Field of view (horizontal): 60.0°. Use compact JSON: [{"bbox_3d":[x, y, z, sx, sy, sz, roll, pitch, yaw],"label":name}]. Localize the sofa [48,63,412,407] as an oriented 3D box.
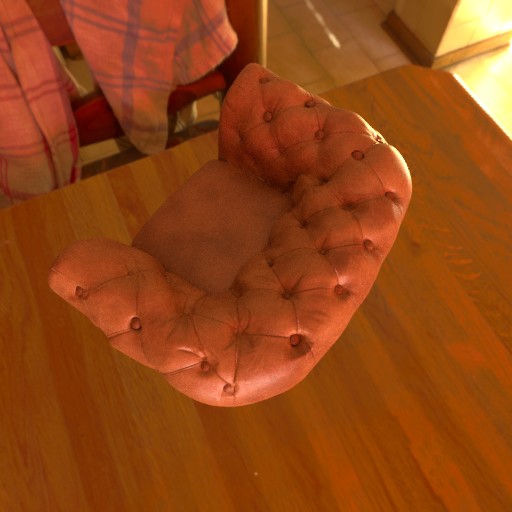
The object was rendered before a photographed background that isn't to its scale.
[{"bbox_3d":[0.000,0.000,2.055,1.033,0.878,1.405,32,68,15],"label":"sofa"}]
